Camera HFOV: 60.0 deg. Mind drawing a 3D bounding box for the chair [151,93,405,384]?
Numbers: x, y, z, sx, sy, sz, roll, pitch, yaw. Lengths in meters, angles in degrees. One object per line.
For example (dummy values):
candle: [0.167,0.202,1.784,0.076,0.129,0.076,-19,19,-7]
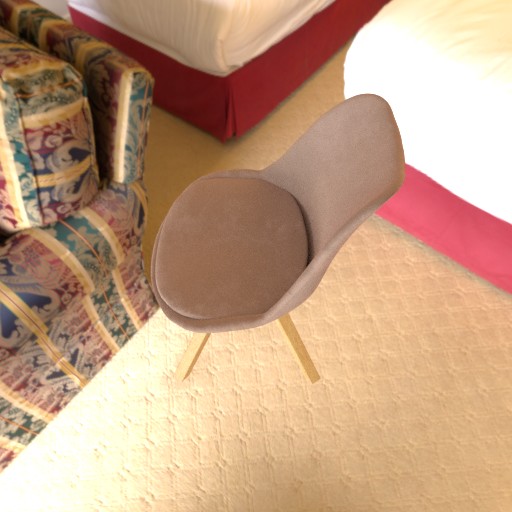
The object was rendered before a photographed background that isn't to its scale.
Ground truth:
chair: [0.000,0.000,1.176,0.550,0.850,0.485,1,58,0]
